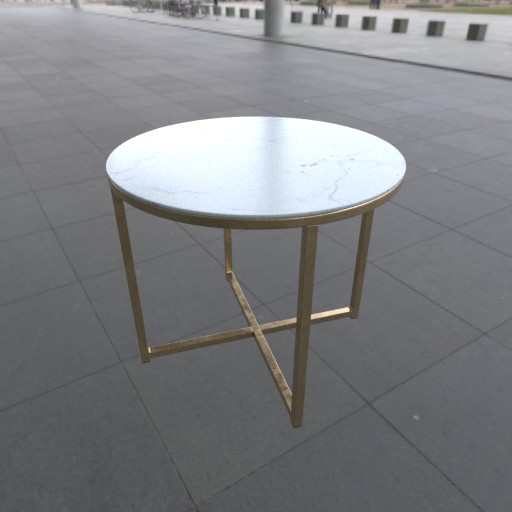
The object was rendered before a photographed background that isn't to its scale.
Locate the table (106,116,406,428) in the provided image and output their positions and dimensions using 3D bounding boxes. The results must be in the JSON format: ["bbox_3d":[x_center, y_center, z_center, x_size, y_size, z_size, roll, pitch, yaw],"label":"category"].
[{"bbox_3d":[0.000,0.000,0.876,0.500,0.420,0.500,0,31,0],"label":"table"}]
